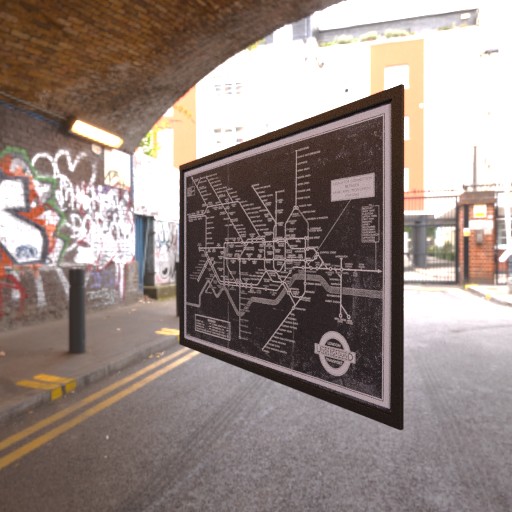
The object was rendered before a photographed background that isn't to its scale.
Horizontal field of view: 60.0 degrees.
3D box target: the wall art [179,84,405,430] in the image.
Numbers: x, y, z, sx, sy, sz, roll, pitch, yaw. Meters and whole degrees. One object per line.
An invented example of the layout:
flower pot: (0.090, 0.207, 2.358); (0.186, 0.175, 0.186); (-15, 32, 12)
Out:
wall art: (0.000, 0.000, 1.525); (0.013, 0.811, 1.192); (0, 1, -35)
